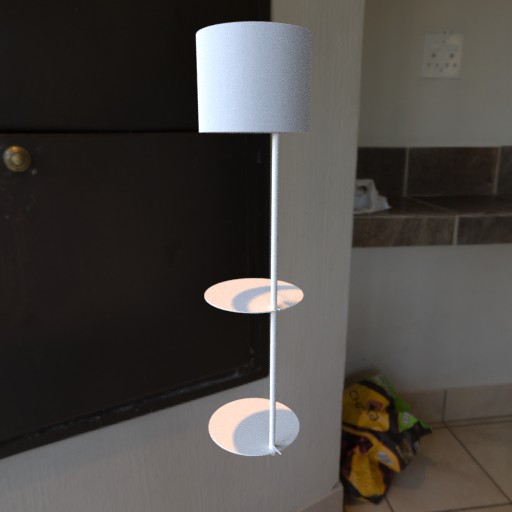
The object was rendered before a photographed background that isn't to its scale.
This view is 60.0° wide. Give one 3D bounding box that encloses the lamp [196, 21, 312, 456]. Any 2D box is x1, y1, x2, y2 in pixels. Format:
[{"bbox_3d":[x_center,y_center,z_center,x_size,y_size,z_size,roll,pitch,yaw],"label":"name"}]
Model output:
[{"bbox_3d":[0.000,0.000,1.610,0.372,1.465,0.405,-7,17,-25],"label":"lamp"}]
